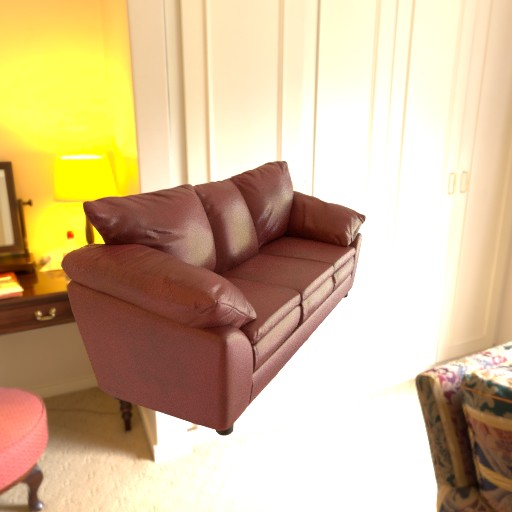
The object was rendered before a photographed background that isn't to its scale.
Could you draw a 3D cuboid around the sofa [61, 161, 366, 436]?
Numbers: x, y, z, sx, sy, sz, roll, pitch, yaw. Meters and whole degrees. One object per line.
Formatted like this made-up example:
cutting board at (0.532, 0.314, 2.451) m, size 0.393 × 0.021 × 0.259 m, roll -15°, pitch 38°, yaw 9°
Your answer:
sofa at (0.000, 0.000, 2.856) m, size 0.907 × 1.091 × 2.390 m, roll 8°, pitch 17°, yaw 26°
